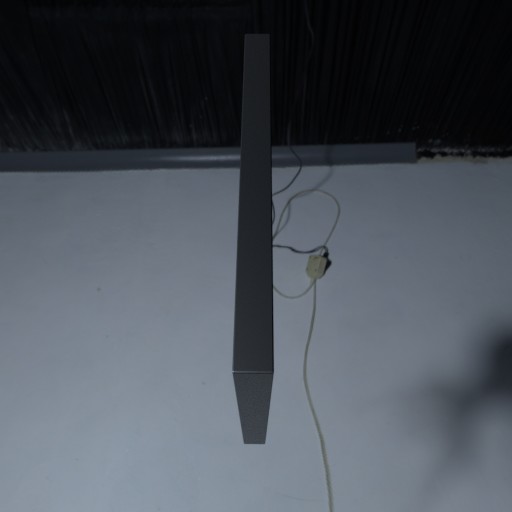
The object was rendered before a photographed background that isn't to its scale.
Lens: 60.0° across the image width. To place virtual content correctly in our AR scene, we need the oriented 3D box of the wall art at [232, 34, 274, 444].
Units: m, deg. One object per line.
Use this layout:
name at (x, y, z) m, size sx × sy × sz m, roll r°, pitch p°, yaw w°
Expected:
wall art at (0.000, 0.000, 0.539) m, size 0.028 × 0.330 × 0.380 m, roll 1°, pitch 59°, yaw 0°
